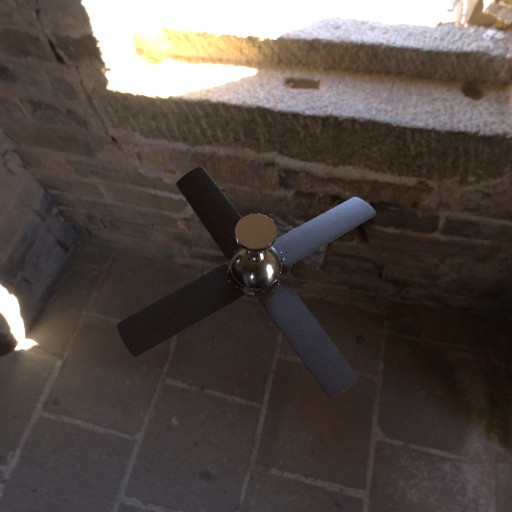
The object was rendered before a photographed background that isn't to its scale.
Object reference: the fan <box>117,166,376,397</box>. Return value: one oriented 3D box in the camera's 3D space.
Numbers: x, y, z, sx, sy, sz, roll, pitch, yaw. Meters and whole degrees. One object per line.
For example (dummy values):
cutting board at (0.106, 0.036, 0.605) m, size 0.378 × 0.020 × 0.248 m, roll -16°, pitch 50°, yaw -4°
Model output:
fan at (0.000, 0.000, 1.963) m, size 1.332 × 0.403 × 1.332 m, roll -29°, pitch 64°, yaw -16°
